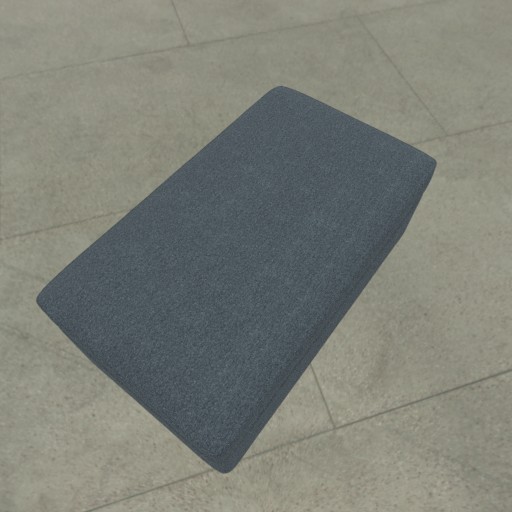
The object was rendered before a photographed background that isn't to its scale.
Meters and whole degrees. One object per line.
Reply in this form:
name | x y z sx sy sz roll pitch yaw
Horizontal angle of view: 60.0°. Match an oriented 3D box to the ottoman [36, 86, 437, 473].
ottoman | 0.000 0.000 1.515 0.681 0.494 1.173 33 64 19
